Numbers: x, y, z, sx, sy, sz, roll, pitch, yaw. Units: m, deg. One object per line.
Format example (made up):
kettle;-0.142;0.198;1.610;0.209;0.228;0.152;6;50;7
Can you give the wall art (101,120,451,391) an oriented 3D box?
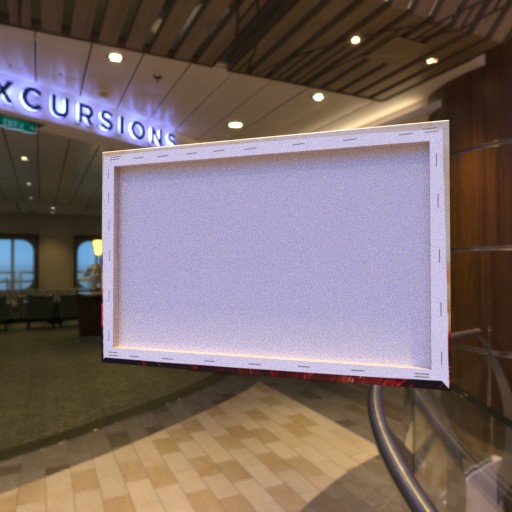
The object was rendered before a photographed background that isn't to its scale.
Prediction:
wall art;0.000;0.000;1.142;0.918;0.602;0.038;0;-1;18
